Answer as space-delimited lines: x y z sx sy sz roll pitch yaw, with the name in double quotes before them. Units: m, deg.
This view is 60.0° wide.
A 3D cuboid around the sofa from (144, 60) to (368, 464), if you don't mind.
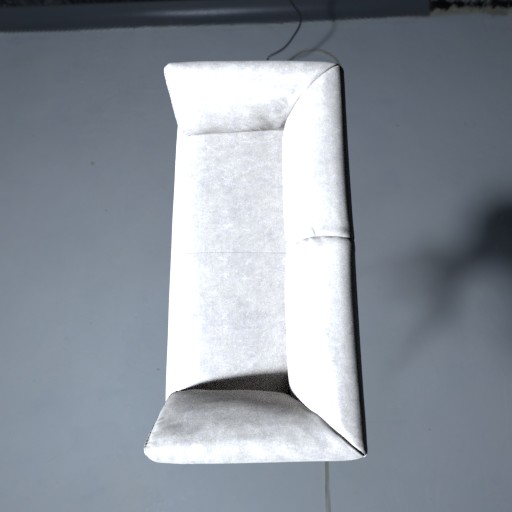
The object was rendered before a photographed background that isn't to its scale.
"sofa" 0.000 0.000 2.304 0.905 0.747 1.878 0 76 0
